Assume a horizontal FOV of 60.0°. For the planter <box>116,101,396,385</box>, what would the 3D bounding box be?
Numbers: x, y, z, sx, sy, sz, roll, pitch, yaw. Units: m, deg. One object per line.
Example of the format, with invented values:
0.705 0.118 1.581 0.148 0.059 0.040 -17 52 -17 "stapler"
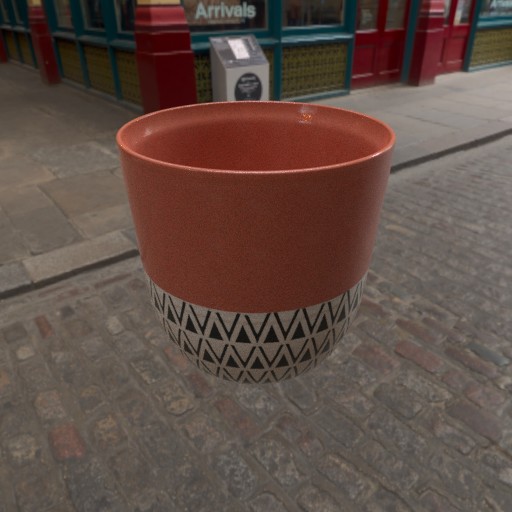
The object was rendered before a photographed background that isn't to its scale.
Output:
0.000 0.000 0.372 0.195 0.214 0.195 0 30 0 "planter"
